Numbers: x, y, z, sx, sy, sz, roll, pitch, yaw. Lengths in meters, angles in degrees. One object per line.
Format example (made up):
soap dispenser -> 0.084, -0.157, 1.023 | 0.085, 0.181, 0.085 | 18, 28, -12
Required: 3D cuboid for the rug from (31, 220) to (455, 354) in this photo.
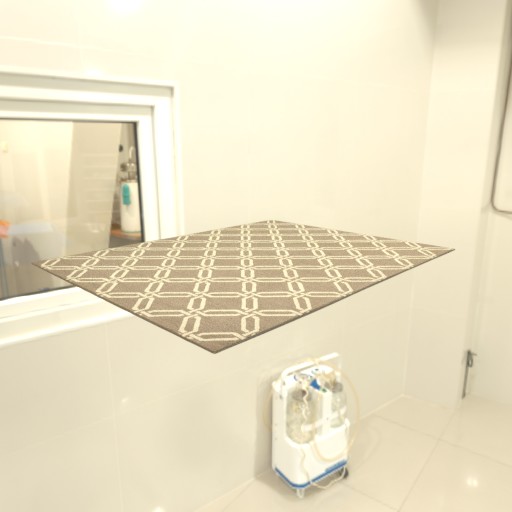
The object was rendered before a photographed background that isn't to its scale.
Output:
rug -> 0.000, 0.000, 3.831 | 2.288, 0.018, 2.895 | 14, 20, 43
